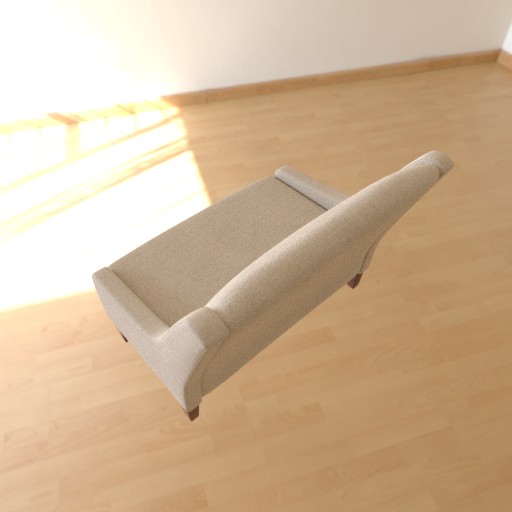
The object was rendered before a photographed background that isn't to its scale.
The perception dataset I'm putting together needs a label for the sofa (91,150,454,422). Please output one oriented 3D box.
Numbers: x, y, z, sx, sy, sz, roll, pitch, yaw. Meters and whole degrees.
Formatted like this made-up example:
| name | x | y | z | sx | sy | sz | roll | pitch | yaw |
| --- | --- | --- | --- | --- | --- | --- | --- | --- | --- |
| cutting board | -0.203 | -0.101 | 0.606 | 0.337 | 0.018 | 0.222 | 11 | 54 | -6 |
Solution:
| name | x | y | z | sx | sy | sz | roll | pitch | yaw |
| --- | --- | --- | --- | --- | --- | --- | --- | --- | --- |
| sofa | 0.000 | 0.000 | 1.980 | 1.212 | 0.976 | 0.946 | -34 | 55 | -27 |
